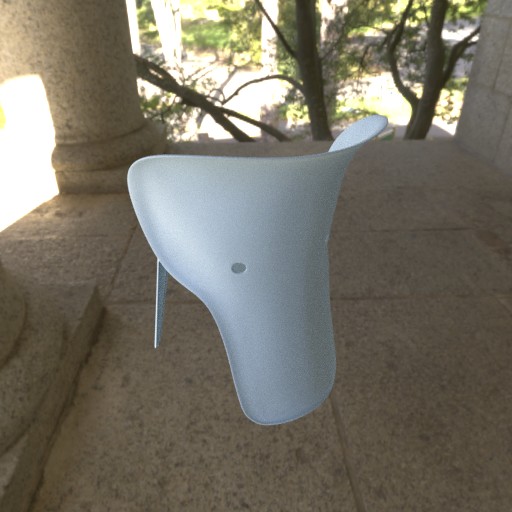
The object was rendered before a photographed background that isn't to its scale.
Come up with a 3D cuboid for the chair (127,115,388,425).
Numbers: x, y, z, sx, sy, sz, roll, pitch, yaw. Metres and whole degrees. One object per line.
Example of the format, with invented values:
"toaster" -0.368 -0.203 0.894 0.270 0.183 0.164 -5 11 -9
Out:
"chair" 0.000 0.000 0.891 0.451 0.554 0.402 -18 36 -27
